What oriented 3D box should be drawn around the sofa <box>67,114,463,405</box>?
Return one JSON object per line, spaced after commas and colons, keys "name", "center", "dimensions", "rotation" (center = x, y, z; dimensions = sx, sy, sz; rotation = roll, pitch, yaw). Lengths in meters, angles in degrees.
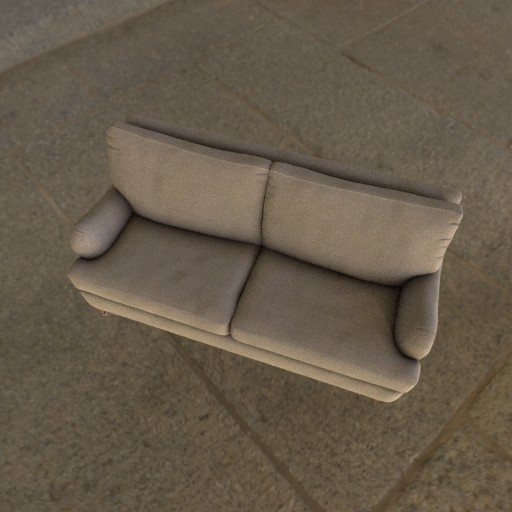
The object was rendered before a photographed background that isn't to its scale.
{"name": "sofa", "center": [0.000, 0.000, 2.800], "dimensions": [2.193, 1.096, 1.069], "rotation": [16, 58, 10]}
